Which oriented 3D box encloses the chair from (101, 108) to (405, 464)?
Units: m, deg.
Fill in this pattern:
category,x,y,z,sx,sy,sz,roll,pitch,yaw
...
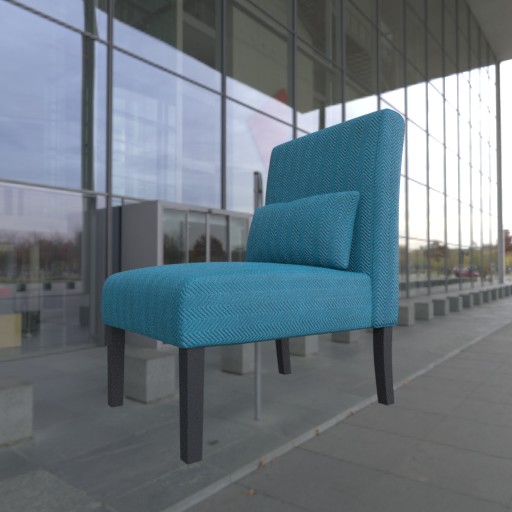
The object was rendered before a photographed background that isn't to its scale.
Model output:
category,x,y,z,sx,sy,sz,roll,pitch,yaw
chair,0.000,0.000,1.408,0.808,0.927,0.579,1,-2,-37
